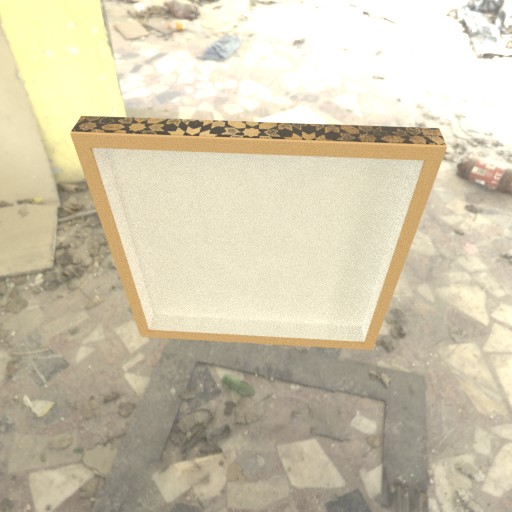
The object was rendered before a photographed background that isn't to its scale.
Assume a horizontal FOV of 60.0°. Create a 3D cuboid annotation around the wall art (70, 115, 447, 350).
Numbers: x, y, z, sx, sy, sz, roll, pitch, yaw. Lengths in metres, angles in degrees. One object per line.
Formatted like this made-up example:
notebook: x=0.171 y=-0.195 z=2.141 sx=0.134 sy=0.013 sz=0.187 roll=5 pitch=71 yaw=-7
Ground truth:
wall art: x=0.000 y=0.000 z=0.635 sx=0.405 sy=0.405 sz=0.038 roll=3 pitch=47 yaw=3
